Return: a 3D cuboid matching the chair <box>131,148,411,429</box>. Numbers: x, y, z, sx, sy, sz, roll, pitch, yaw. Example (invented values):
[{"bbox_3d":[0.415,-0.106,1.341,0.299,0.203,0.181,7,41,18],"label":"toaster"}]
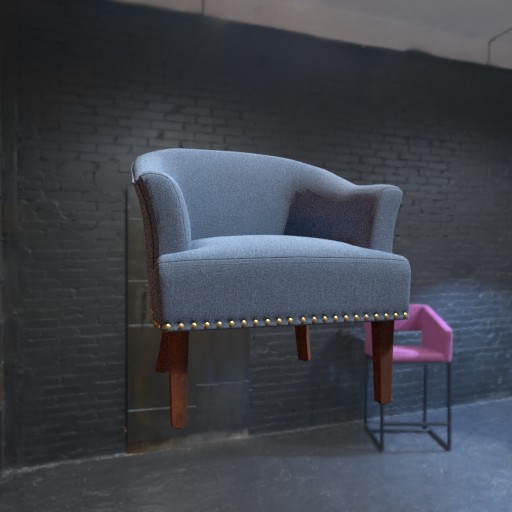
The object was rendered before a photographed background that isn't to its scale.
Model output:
[{"bbox_3d":[0.000,0.000,1.424,0.772,0.815,0.704,0,0,-18],"label":"chair"}]
